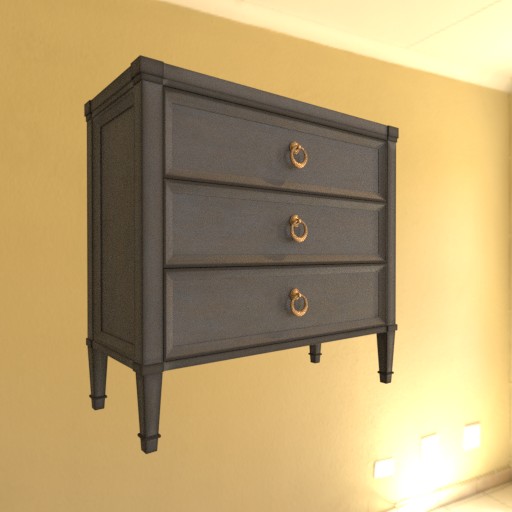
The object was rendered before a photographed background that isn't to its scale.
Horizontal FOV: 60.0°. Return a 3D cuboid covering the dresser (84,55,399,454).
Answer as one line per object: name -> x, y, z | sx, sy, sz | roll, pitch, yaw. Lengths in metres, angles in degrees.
dresser -> 0.000, 0.000, 1.576 | 1.049, 0.986, 0.463 | 0, 1, -37
